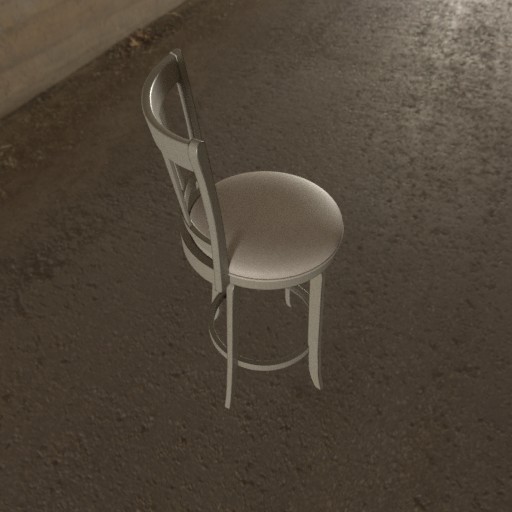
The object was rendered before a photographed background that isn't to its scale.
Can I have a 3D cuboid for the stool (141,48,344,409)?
[{"bbox_3d":[0.000,0.000,1.293,0.475,1.042,0.436,-9,47,-9],"label":"stool"}]
